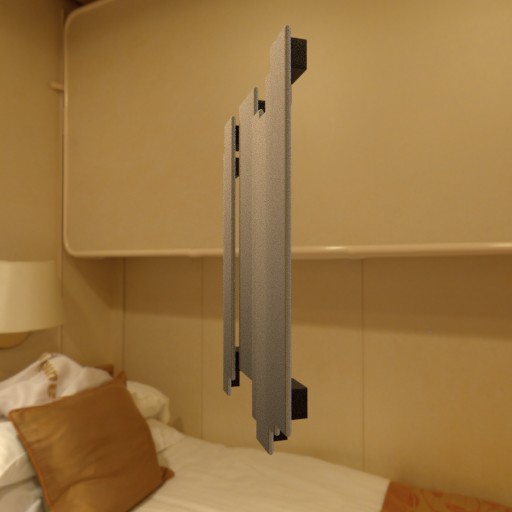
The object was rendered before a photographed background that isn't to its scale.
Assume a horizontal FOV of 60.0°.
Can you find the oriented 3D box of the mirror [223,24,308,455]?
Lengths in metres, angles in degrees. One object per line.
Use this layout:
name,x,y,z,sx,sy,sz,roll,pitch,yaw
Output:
mirror,0.000,0.000,0.790,0.058,0.611,0.445,0,-1,-17
